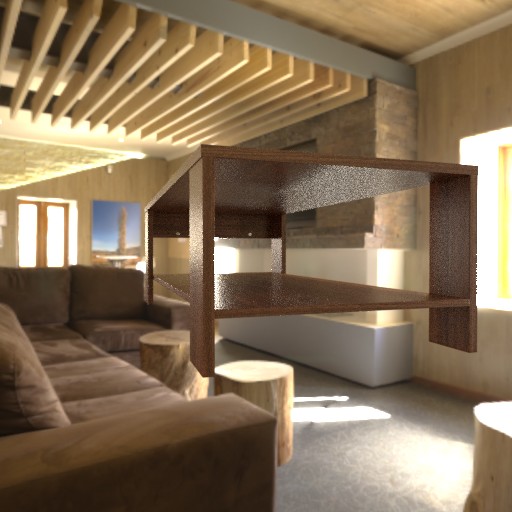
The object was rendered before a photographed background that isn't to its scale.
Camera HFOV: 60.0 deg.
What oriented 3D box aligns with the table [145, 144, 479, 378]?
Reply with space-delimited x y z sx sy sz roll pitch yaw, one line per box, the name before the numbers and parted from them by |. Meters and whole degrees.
table | 0.000 0.000 1.421 0.600 0.400 1.200 0 1 -19
